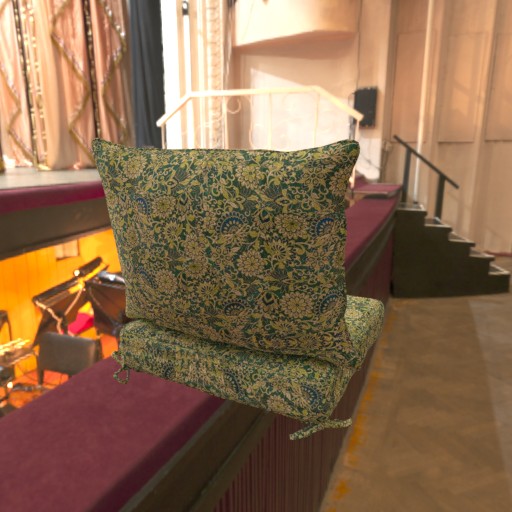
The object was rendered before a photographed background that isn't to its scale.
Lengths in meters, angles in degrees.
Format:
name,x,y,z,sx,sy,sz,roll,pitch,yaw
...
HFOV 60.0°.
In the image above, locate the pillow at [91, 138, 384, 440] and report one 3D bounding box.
name,x,y,z,sx,sy,sz,roll,pitch,yaw
pillow,0.000,0.000,1.407,0.798,0.722,0.740,8,16,27
